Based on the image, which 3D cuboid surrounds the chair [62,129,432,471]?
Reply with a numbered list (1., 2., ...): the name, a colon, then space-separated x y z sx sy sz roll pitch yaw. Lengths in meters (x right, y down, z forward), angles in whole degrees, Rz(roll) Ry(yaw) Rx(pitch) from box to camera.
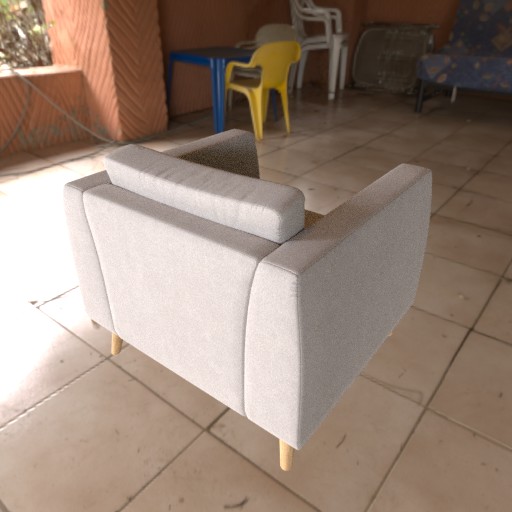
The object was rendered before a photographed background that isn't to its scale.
1. chair: 0.000 0.000 1.684 1.000 0.860 0.930 21 36 32
